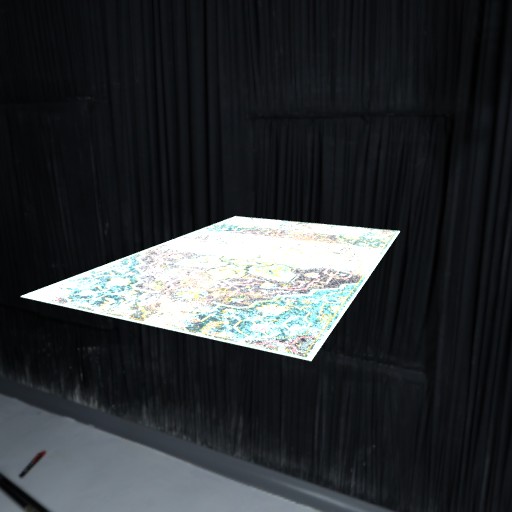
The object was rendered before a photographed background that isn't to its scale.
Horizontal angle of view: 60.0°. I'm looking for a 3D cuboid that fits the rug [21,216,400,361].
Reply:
[{"bbox_3d":[0.000,0.000,2.937,1.566,0.004,2.363,8,18,25],"label":"rug"}]
